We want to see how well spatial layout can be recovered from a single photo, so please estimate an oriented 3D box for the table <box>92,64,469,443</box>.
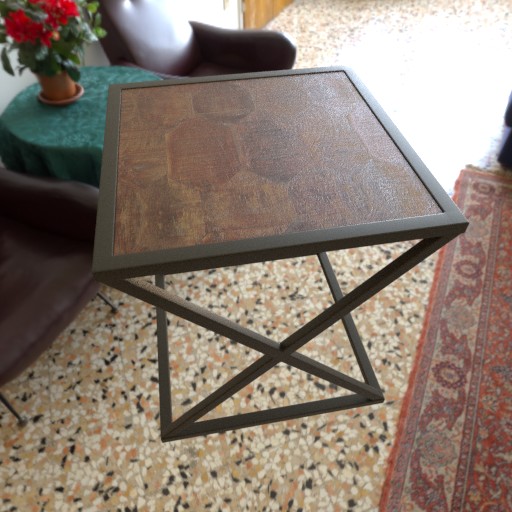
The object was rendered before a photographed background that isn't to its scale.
[{"bbox_3d":[0.000,0.000,0.945,0.500,0.565,0.500,-8,48,-7],"label":"table"}]
